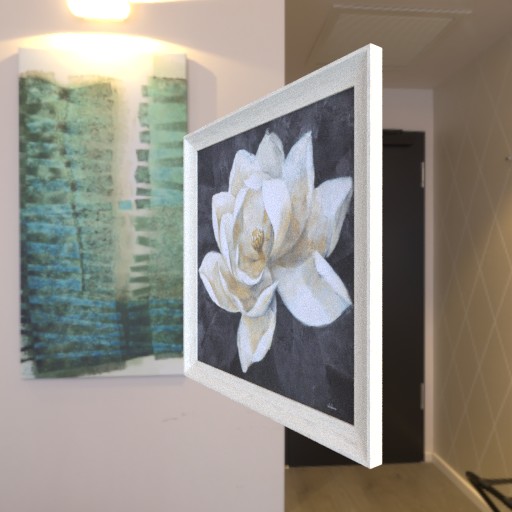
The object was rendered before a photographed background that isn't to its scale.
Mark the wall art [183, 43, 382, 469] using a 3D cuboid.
[{"bbox_3d":[0.000,0.000,1.487,0.045,1.016,1.016,0,0,-35],"label":"wall art"}]
